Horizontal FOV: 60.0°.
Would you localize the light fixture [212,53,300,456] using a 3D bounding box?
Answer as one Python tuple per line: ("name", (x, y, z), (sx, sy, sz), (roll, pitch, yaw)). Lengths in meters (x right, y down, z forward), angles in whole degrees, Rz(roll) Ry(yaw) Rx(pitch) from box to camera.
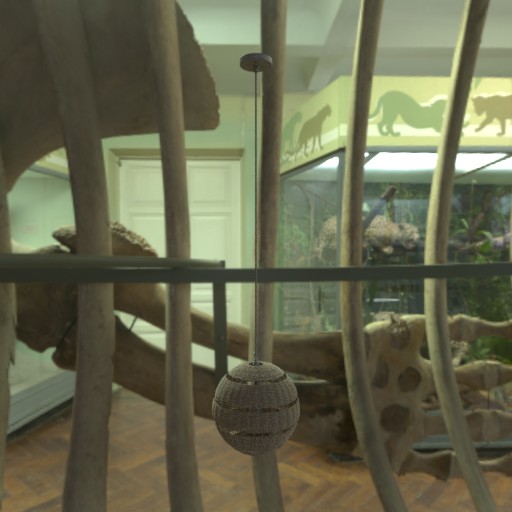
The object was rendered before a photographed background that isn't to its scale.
("light fixture", (0.000, 0.000, 2.296), (0.457, 2.019, 0.457), (0, 1, -2))
